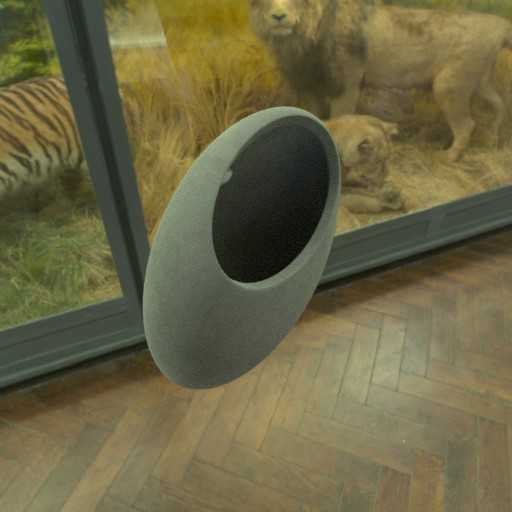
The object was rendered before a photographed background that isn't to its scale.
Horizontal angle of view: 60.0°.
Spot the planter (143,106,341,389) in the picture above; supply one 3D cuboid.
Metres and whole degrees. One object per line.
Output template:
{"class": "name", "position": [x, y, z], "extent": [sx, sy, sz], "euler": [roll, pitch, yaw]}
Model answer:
{"class": "planter", "position": [0.000, 0.000, 0.289], "extent": [0.071, 0.188, 0.185], "euler": [25, 46, 26]}
